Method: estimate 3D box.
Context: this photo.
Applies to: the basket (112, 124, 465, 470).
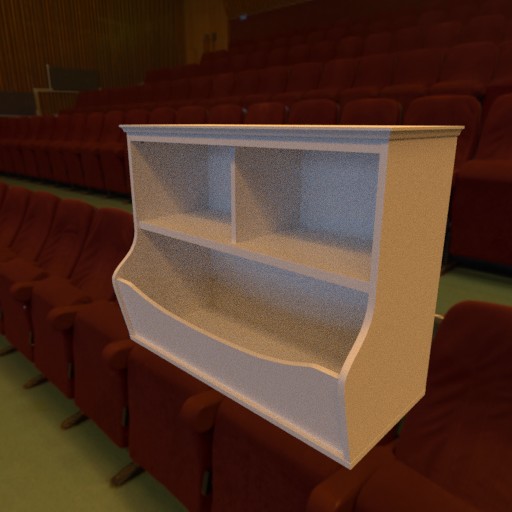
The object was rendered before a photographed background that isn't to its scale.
[{"bbox_3d":[0.000,0.000,1.107,0.792,0.625,0.376,15,23,41],"label":"basket"}]
